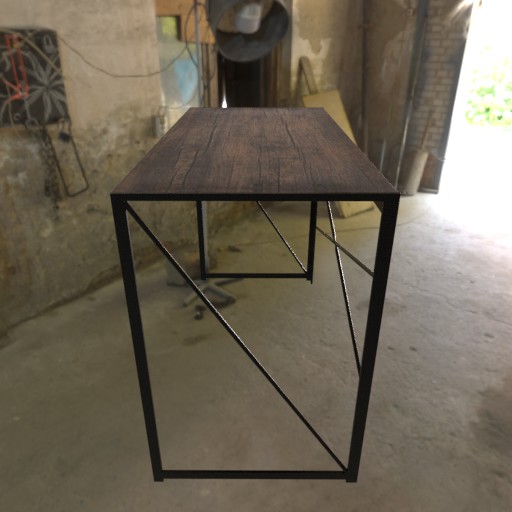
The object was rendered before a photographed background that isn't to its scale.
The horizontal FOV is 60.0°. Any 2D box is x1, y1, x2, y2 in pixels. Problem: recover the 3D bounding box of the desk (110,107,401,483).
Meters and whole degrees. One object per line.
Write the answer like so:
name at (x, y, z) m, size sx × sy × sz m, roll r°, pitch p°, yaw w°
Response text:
desk at (0.000, 0.000, 1.386) m, size 0.505 × 0.747 × 1.015 m, roll 0°, pitch 27°, yaw 0°
